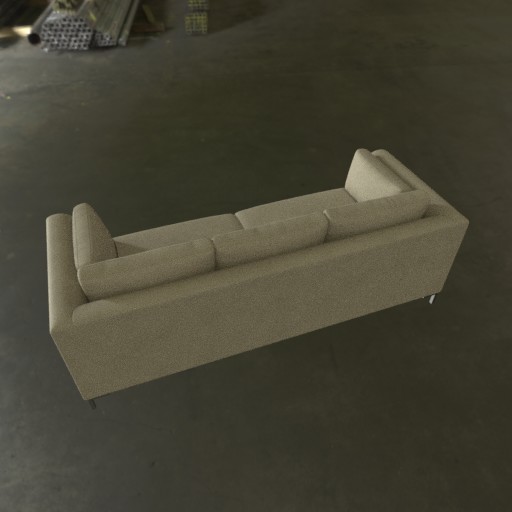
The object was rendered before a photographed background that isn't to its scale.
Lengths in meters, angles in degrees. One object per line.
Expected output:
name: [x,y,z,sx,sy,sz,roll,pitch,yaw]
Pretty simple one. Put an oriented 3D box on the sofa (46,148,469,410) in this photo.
sofa: [0.000,0.000,2.920,2.415,0.867,0.969,-14,44,-15]
